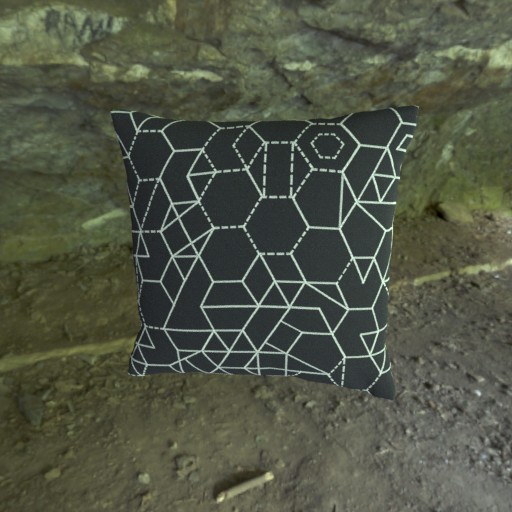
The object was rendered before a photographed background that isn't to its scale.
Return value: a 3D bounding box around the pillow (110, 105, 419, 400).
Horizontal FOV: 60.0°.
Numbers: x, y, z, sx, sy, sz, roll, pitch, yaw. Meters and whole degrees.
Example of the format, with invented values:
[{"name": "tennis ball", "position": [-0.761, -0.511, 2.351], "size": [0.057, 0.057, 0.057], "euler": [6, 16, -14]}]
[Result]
[{"name": "pillow", "position": [0.000, 0.000, 0.791], "size": [0.517, 0.508, 0.158], "euler": [2, 13, 9]}]
